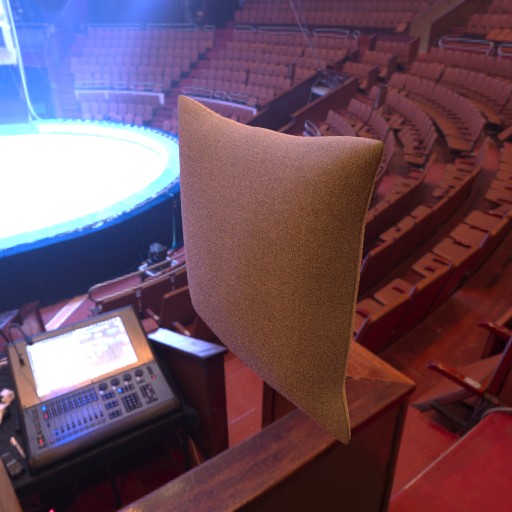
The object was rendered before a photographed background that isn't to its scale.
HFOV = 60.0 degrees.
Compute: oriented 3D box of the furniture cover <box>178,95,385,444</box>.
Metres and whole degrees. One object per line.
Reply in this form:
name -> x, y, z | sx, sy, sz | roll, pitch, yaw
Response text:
furniture cover -> 0.000, 0.000, 0.806 | 0.178, 0.506, 0.512 | -19, 33, -32
